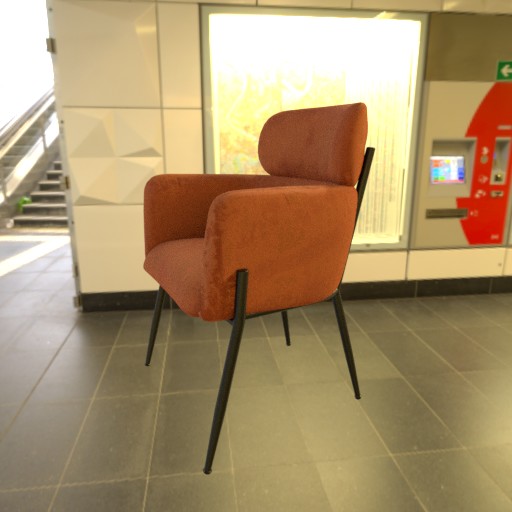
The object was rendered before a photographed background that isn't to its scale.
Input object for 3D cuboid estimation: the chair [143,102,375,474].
[{"bbox_3d":[0.000,0.000,1.176,0.523,0.772,0.561,-7,16,-26],"label":"chair"}]
